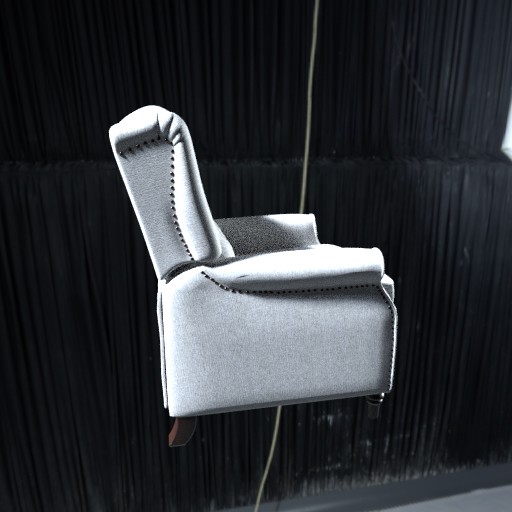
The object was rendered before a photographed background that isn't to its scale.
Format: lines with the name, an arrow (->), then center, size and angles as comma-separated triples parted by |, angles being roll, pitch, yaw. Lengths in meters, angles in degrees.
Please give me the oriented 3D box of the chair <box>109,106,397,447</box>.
chair -> 0.000, 0.000, 1.629 | 0.902, 1.035, 0.742 | -3, 16, -11
